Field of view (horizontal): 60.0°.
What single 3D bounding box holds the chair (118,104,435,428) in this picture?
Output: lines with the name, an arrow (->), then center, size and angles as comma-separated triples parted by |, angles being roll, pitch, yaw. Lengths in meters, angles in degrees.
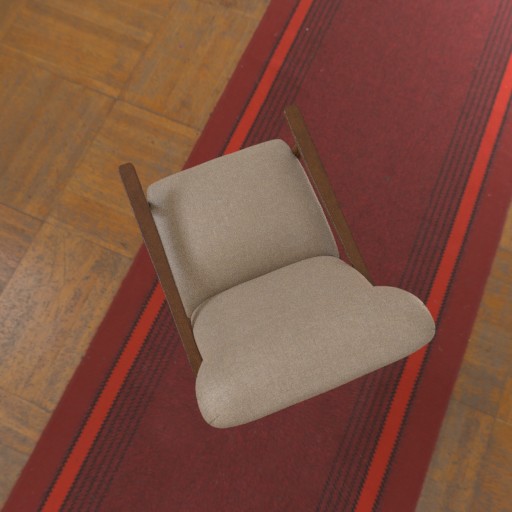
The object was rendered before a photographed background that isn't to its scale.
chair -> 0.000, 0.000, 1.727 | 0.762, 1.082, 1.030 | -21, 76, -5
